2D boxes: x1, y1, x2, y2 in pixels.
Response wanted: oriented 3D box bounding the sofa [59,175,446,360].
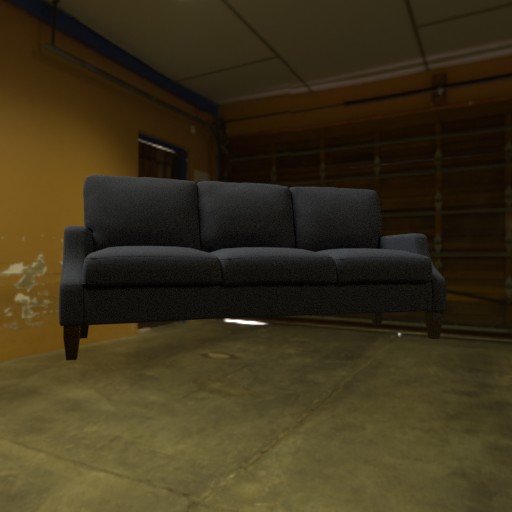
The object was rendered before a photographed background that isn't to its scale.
[{"bbox_3d":[0.000,0.000,2.704,2.115,0.984,0.888,0,-1,-17],"label":"sofa"}]
